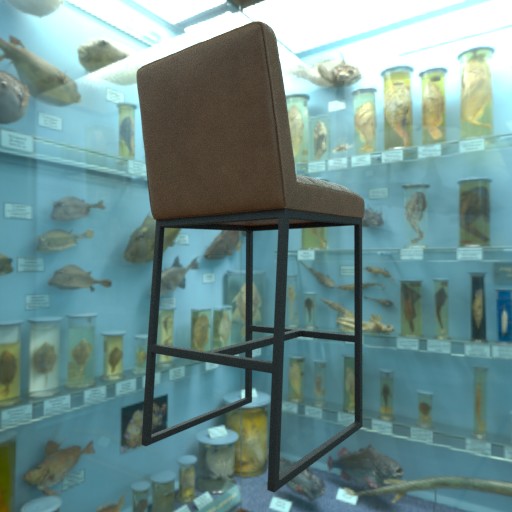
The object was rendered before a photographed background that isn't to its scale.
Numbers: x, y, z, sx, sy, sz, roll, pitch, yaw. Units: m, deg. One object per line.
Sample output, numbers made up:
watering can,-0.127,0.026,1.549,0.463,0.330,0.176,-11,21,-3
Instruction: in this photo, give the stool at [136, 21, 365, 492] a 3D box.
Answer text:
stool,0.000,0.000,1.289,0.458,1.040,0.556,-1,-2,36
